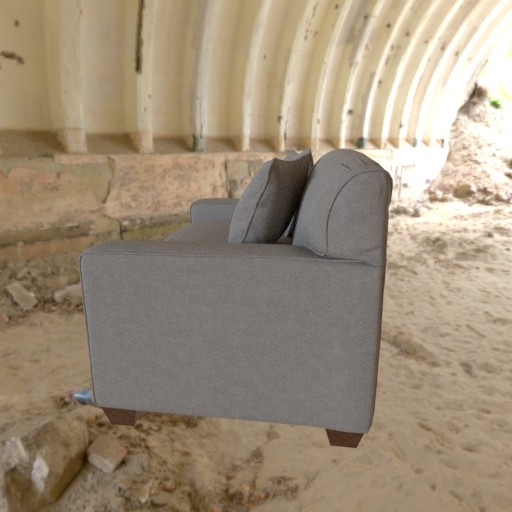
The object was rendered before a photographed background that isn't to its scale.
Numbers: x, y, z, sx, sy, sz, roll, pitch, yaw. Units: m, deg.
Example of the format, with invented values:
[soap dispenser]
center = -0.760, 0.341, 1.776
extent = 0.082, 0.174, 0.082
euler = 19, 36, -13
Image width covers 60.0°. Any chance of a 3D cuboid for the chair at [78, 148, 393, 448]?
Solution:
[chair]
center = 0.000, 0.000, 2.019
extent = 0.992, 0.953, 1.395
euler = 2, 14, 8
